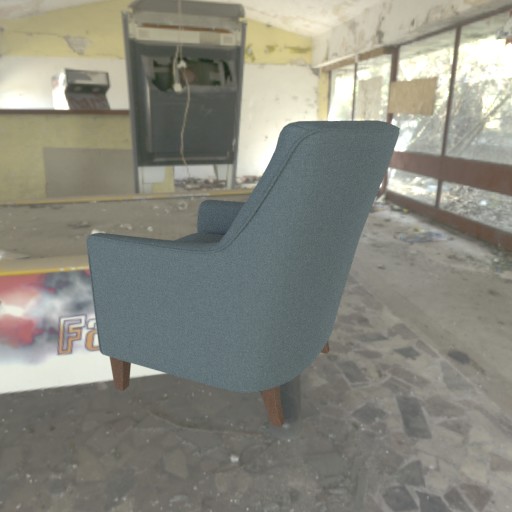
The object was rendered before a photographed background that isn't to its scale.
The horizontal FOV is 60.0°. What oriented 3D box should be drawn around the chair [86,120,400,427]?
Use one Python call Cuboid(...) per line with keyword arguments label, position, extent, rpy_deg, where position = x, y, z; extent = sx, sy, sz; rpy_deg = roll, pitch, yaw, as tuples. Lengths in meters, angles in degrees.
Cuboid(label="chair", position=(0.000, 0.000, 1.565), extent=(0.879, 0.916, 0.756), rpy_deg=(8, 19, 24))
